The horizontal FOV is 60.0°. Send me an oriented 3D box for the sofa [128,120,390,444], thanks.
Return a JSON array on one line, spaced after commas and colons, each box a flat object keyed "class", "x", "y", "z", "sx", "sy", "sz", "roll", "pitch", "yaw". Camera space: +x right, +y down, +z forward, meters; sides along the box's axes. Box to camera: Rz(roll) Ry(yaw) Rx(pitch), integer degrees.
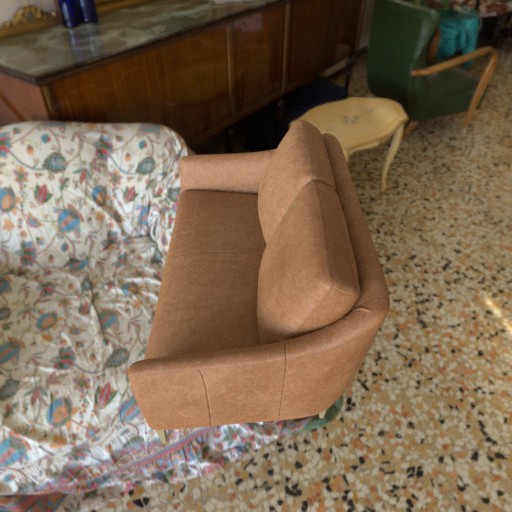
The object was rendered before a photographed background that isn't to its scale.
[{"class": "sofa", "x": 0.000, "y": 0.000, "z": 2.262, "sx": 0.960, "sy": 0.902, "sz": 1.619, "roll": 0, "pitch": 41, "yaw": 0}]
